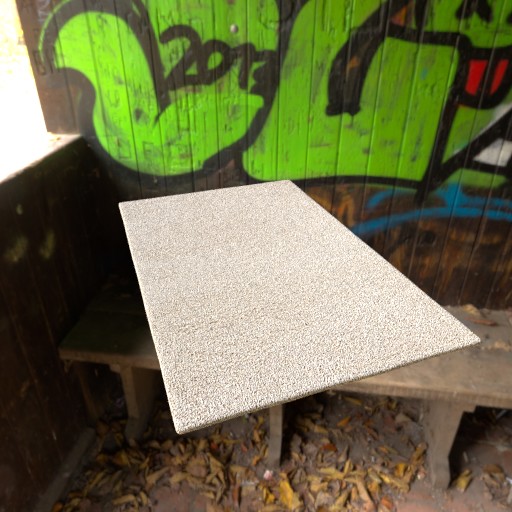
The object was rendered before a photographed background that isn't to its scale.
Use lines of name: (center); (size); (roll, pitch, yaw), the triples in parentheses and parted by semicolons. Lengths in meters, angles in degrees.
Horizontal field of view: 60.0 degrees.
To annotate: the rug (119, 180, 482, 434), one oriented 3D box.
rug: (0.000, 0.000, 3.386); (1.778, 0.030, 2.743); (-11, 32, -17)
